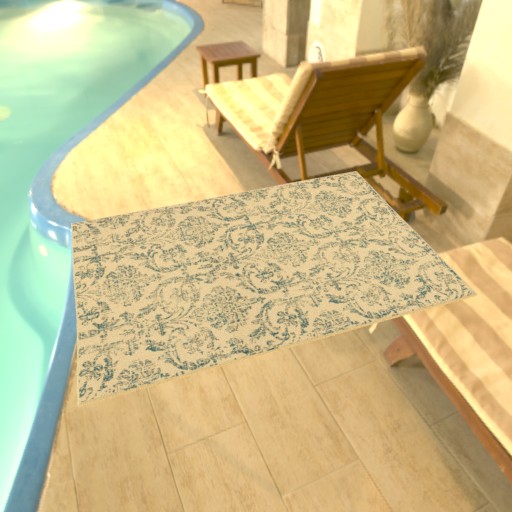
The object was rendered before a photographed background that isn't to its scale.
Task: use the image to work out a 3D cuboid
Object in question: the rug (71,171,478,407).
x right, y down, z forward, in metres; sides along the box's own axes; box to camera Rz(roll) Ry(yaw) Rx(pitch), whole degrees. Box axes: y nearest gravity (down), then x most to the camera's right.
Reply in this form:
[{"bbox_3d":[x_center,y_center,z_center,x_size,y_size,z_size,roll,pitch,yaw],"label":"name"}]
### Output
[{"bbox_3d":[0.000,0.000,3.498,2.746,0.018,1.819,-12,43,-14],"label":"rug"}]
